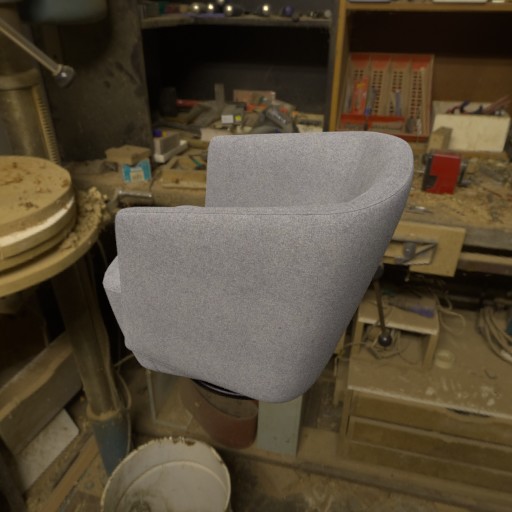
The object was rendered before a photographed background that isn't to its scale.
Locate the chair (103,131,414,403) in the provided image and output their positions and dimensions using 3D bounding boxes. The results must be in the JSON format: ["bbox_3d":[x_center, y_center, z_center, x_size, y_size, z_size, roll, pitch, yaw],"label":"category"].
[{"bbox_3d":[0.000,0.000,1.654,0.986,0.861,0.822,8,32,14],"label":"chair"}]
